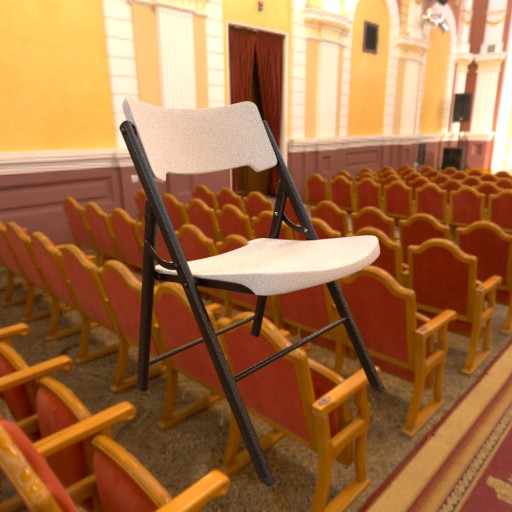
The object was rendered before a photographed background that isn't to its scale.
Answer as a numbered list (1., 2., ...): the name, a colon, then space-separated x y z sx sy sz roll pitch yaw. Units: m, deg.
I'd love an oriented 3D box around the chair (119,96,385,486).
1. chair: 0.000 0.000 1.124 0.577 0.765 0.482 16 23 42
